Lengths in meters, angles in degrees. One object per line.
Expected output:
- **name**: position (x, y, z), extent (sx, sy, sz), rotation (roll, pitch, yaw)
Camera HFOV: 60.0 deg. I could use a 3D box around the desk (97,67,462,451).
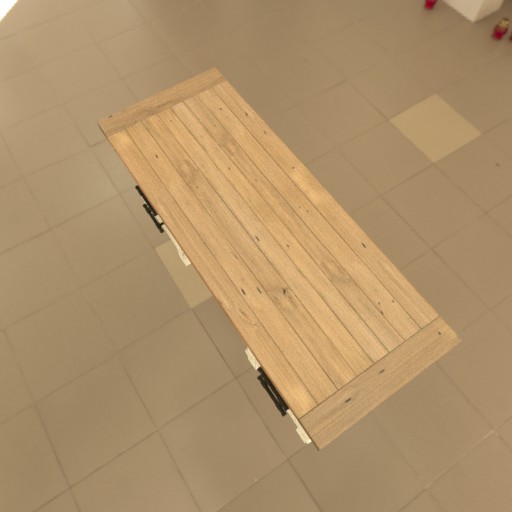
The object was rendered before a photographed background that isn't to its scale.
- **desk**: position (0.000, 0.000, 2.286), extent (0.688, 0.760, 1.803), rotation (-31, 67, -15)
